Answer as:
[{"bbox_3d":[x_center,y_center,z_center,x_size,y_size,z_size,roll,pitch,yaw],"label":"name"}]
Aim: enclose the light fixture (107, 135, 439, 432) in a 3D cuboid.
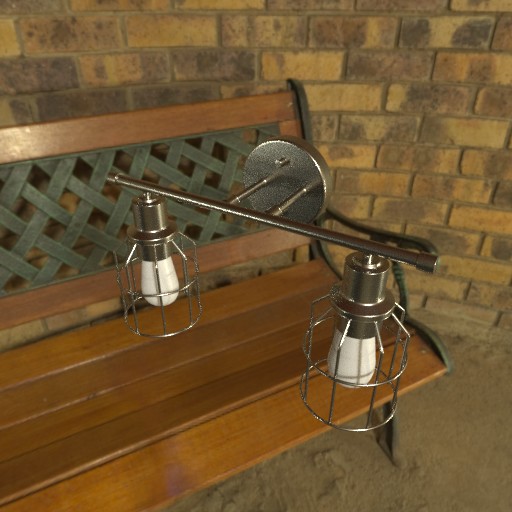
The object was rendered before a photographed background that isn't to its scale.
[{"bbox_3d":[0.000,0.000,0.537,0.406,0.254,0.165,18,35,27],"label":"light fixture"}]
